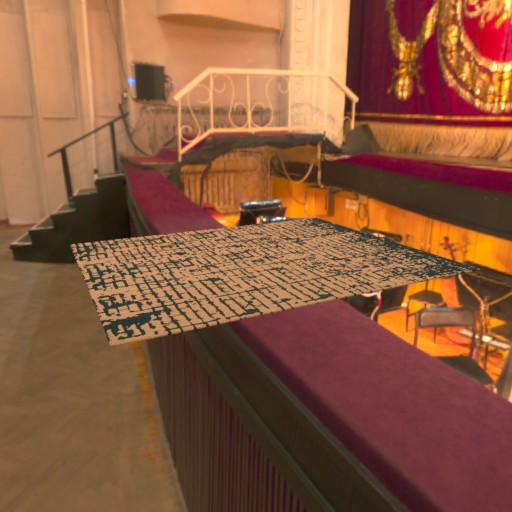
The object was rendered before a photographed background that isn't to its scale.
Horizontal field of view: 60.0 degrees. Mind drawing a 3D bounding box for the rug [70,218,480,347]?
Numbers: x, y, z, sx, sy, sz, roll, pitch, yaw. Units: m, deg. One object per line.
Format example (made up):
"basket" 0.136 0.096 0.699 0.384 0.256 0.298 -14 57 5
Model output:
"rug" 0.000 0.000 4.115 3.017 0.014 2.416 -8 18 -26
